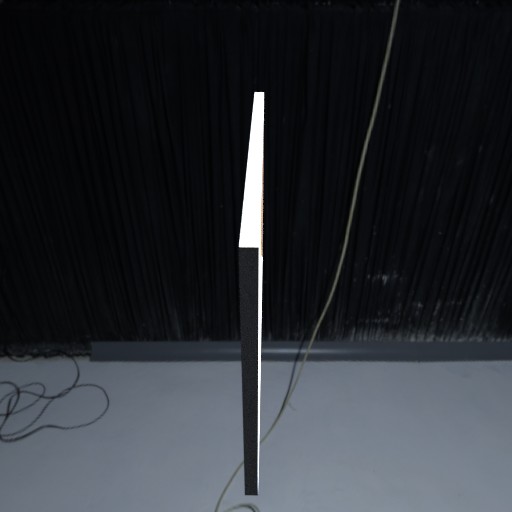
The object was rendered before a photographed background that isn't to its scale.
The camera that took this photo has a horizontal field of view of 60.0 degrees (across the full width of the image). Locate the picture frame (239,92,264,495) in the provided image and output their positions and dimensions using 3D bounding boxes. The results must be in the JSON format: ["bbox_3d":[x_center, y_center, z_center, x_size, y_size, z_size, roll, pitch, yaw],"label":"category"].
[{"bbox_3d":[0.000,0.000,1.201,0.029,0.640,0.950,1,33,1],"label":"picture frame"}]
